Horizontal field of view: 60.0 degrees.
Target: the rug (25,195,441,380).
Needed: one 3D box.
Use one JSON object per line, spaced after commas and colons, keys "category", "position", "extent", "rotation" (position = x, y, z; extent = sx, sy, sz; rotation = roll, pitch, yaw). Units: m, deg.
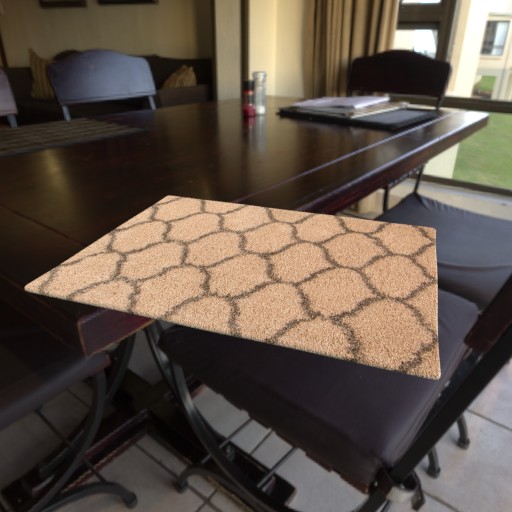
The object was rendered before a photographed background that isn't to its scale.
{"category": "rug", "position": [0.000, 0.000, 2.081], "extent": [1.600, 0.025, 1.200], "rotation": [9, 28, 17]}
